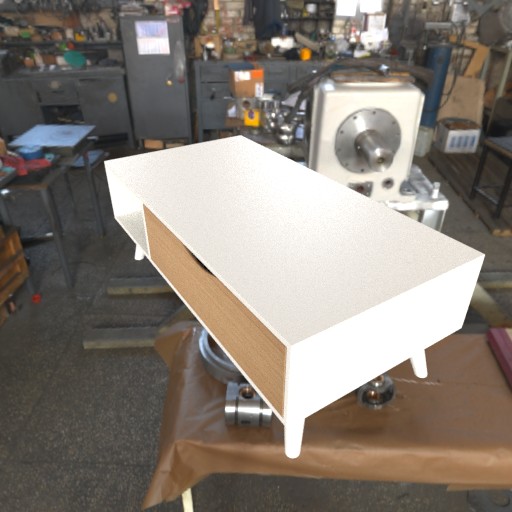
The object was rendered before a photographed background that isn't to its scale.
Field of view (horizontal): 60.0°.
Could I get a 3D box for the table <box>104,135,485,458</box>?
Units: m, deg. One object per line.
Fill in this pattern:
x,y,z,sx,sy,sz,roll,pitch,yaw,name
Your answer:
0.000,0.000,1.519,0.609,0.432,1.194,-19,37,-27,table
